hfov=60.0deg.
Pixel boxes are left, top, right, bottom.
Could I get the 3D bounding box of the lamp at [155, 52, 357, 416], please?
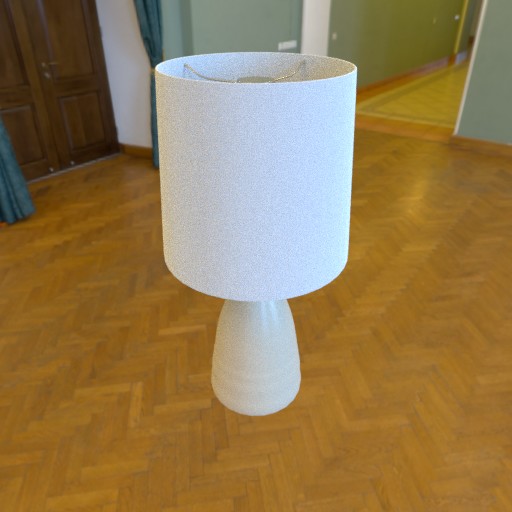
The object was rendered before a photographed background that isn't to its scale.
[{"bbox_3d":[0.000,0.000,0.462,0.186,0.369,0.186,0,31,0],"label":"lamp"}]
